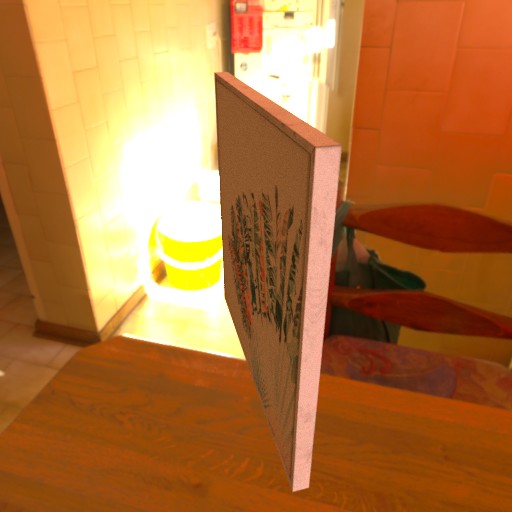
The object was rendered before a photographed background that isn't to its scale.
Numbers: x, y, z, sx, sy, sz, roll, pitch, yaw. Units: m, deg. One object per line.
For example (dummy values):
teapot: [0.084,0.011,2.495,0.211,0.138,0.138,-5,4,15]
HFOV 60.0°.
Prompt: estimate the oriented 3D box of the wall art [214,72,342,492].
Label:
wall art: [0.000,0.000,1.100,0.038,0.757,0.760,-7,31,-13]
